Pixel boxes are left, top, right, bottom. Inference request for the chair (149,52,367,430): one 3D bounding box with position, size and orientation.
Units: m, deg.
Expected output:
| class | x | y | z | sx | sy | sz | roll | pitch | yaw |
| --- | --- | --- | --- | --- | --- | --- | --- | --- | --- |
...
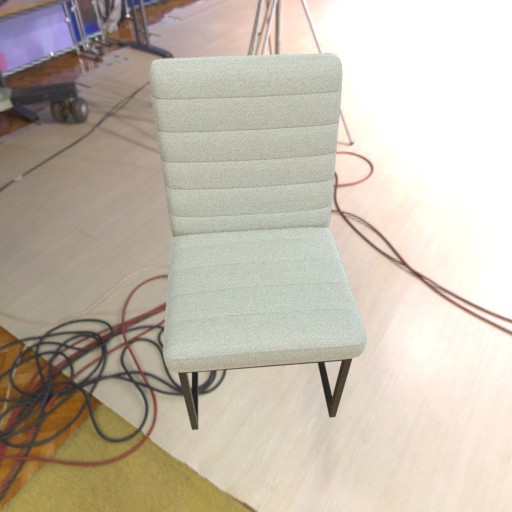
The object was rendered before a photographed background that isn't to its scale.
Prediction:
| class | x | y | z | sx | sy | sz | roll | pitch | yaw |
| --- | --- | --- | --- | --- | --- | --- | --- | --- | --- |
| chair | 0.000 | 0.000 | 1.298 | 0.520 | 0.930 | 0.634 | -4 | 46 | -4 |
